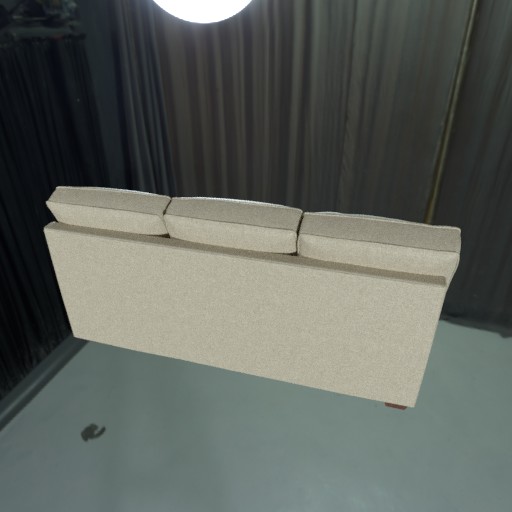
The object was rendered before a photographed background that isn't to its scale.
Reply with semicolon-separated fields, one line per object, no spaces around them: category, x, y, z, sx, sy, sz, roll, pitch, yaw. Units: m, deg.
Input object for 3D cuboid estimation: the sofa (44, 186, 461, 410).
sofa;0.000;0.000;2.563;1.962;0.973;1.027;8;32;14
